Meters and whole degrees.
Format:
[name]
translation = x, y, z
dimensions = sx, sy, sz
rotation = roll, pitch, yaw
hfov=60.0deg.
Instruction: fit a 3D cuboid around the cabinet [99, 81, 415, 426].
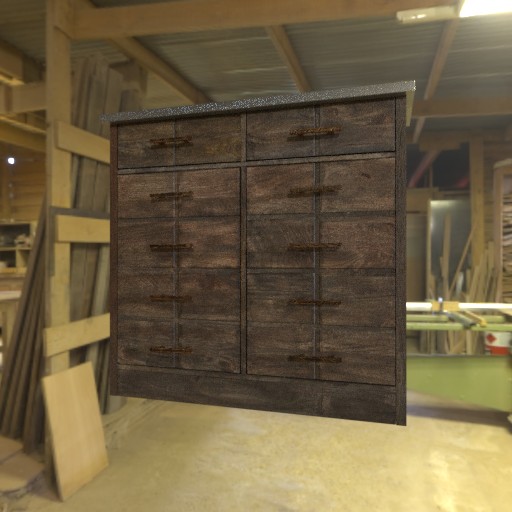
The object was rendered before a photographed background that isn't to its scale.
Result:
[cabinet]
translation = 0.000, 0.000, 1.456
dimensions = 0.968, 0.919, 0.338
rotation = 0, 0, 17
